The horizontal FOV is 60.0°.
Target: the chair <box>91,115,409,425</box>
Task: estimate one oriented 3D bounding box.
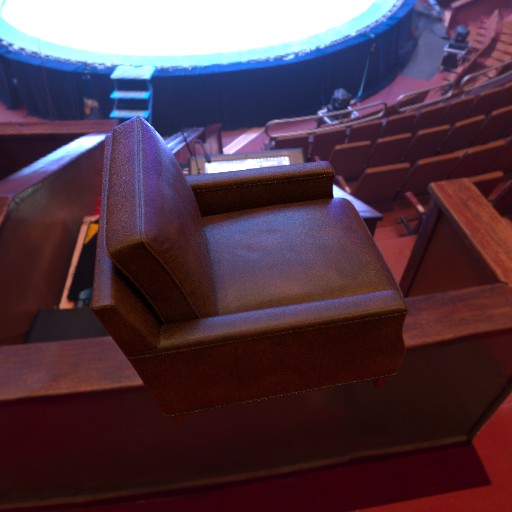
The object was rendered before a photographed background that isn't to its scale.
[{"bbox_3d":[0.000,0.000,1.710,1.014,0.929,0.853,-8,47,-8],"label":"chair"}]
